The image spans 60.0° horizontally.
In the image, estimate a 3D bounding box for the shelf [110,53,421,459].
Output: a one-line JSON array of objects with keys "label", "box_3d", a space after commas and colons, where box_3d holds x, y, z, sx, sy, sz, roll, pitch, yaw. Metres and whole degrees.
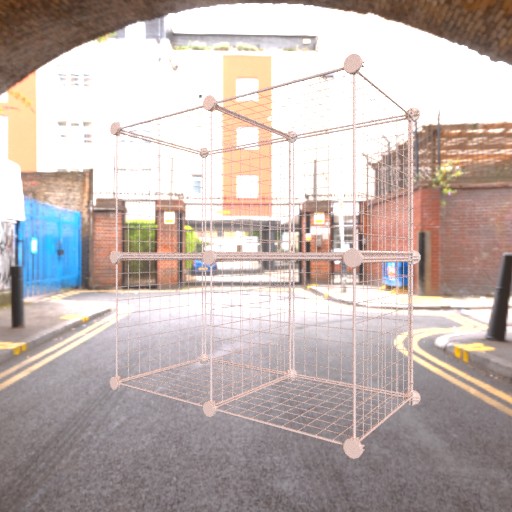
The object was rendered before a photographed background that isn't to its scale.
[{"label": "shelf", "box_3d": [0.000, 0.000, 1.122, 0.711, 0.711, 0.356, 0, 0, 36]}]
